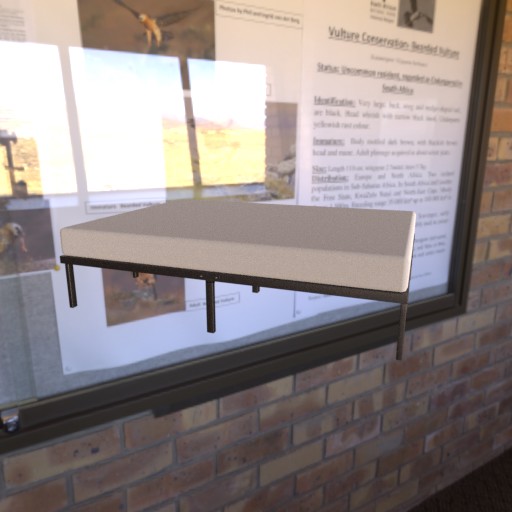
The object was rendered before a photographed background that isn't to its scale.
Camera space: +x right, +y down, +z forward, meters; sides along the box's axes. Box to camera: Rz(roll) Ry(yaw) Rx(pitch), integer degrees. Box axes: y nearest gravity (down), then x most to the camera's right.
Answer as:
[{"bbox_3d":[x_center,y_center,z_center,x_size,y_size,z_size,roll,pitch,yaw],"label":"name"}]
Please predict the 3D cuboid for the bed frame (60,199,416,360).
[{"bbox_3d":[0.000,0.000,3.963,2.842,0.680,2.205,8,17,27],"label":"bed frame"}]
